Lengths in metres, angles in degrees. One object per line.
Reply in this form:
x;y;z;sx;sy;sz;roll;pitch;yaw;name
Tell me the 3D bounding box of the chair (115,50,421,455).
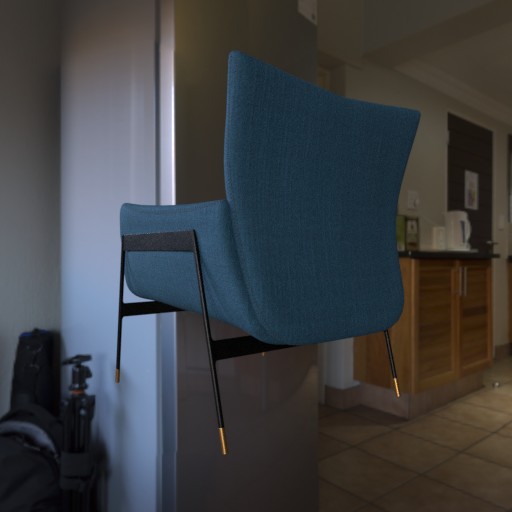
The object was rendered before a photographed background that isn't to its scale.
0.000;0.000;1.395;0.678;0.859;0.769;-1;1;-37;chair
